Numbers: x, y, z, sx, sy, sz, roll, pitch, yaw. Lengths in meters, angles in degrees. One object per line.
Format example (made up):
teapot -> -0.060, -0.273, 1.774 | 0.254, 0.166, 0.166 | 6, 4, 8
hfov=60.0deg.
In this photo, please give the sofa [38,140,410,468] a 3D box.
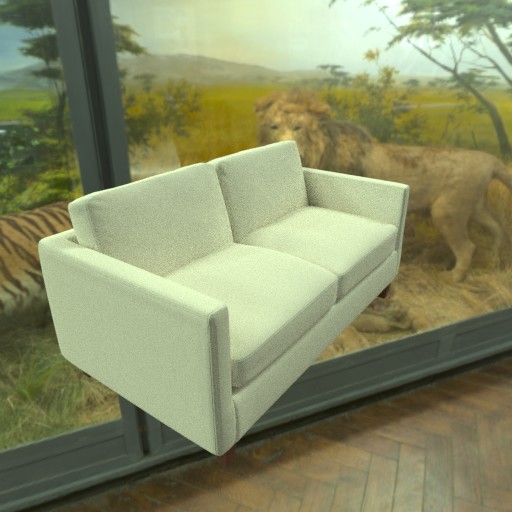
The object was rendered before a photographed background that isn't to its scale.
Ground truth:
sofa -> 0.000, 0.000, 2.210 | 0.964, 0.888, 1.702 | 17, 30, 33
